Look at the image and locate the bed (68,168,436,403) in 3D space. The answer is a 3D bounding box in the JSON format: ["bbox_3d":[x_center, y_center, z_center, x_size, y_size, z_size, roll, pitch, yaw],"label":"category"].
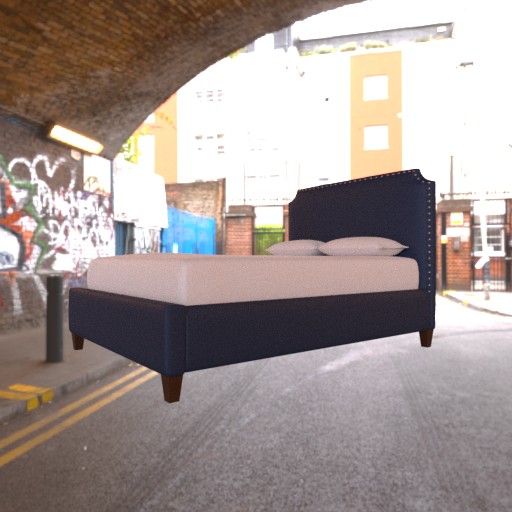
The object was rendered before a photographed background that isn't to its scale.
[{"bbox_3d":[0.000,0.000,3.482,2.372,1.443,1.712,0,-1,-38],"label":"bed"}]
